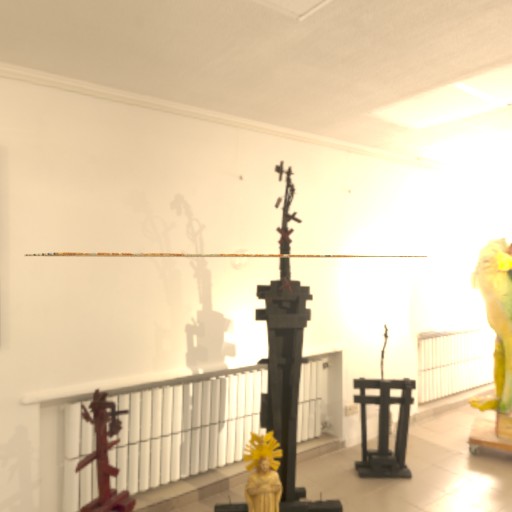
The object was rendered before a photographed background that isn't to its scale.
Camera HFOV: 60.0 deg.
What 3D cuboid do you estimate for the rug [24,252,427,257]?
[{"bbox_3d":[0.000,0.000,2.716,2.437,0.010,0.783,0,-1,-36],"label":"rug"}]
